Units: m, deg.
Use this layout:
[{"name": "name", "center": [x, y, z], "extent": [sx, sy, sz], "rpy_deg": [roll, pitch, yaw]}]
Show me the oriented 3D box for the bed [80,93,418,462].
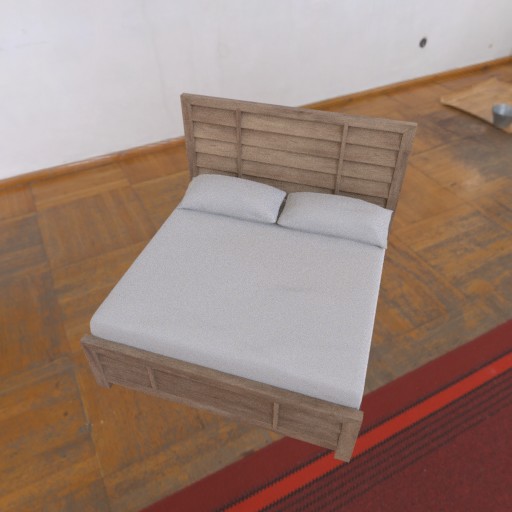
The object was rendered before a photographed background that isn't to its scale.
[{"name": "bed", "center": [0.000, 0.000, 3.547], "extent": [2.032, 1.626, 2.062], "rpy_deg": [12, 43, 13]}]
